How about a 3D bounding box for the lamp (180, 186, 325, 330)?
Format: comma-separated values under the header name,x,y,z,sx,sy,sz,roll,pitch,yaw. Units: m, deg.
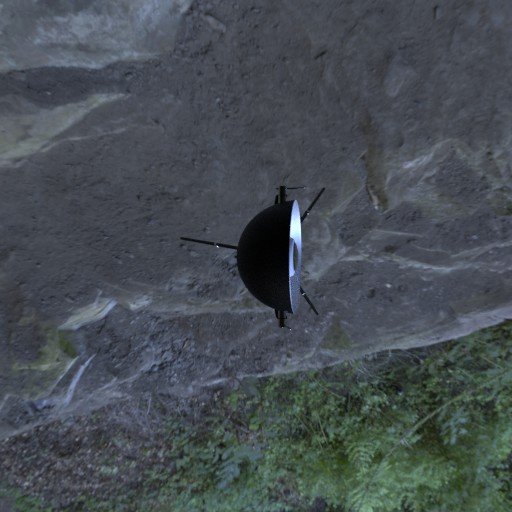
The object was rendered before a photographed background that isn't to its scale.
name,x,y,z,sx,sy,sz,roll,pitch,yaw
lamp,0.000,0.000,2.071,0.920,1.512,0.817,0,92,-2
